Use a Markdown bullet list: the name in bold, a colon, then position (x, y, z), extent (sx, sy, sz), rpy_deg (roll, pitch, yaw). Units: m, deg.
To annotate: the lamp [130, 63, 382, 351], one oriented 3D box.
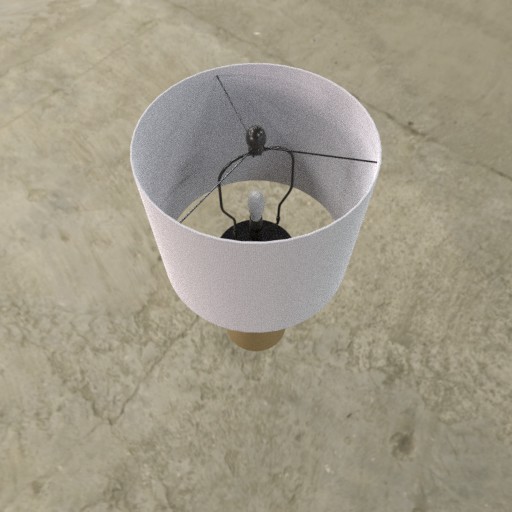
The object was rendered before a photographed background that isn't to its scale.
- **lamp**: position (0.000, 0.000, 0.767), extent (0.304, 0.573, 0.304), rpy_deg (-18, 60, -11)
